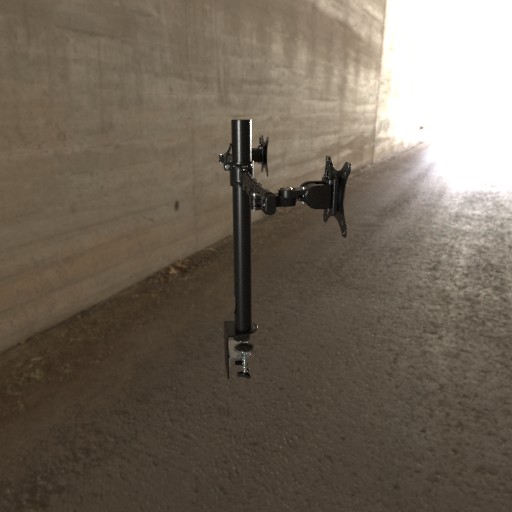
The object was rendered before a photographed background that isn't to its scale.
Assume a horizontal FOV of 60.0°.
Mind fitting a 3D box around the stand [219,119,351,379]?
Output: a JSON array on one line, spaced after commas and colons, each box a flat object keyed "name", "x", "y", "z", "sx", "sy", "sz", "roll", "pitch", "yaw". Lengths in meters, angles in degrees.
[{"name": "stand", "x": 0.000, "y": 0.000, "z": 1.025, "sx": 0.150, "sy": 0.603, "sz": 0.743, "roll": -3, "pitch": 18, "yaw": -8}]
